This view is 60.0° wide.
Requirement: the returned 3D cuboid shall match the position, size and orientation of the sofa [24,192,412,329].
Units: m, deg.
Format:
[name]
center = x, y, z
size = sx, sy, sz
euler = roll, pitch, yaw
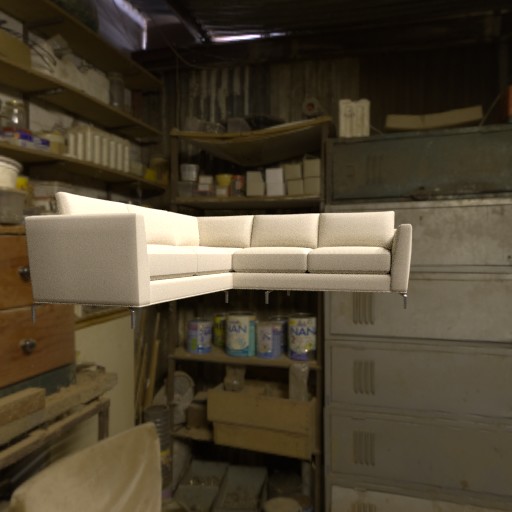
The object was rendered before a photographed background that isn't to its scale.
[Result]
[sofa]
center = 0.000, 0.000, 3.655
size = 2.448, 0.867, 2.430
euler = 0, 0, 18
